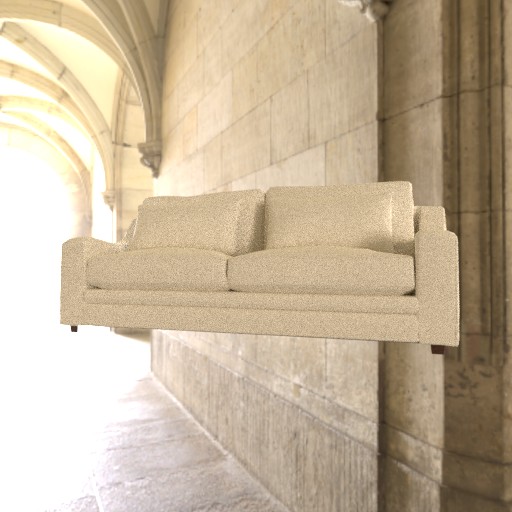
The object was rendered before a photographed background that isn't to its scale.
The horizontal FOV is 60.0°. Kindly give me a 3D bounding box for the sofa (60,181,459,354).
[{"bbox_3d":[0.000,0.000,3.047,2.470,1.022,1.009,0,-1,18],"label":"sofa"}]
